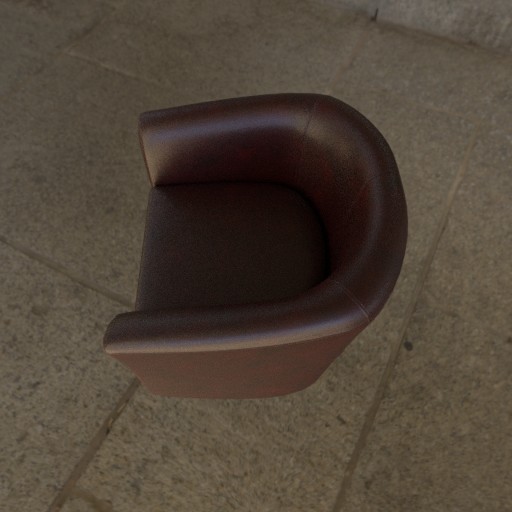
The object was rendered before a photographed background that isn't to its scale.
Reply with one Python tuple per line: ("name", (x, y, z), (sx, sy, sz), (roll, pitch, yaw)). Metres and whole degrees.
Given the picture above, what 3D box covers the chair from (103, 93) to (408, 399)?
("chair", (0.000, 0.000, 1.398), (0.727, 0.756, 0.792), (-1, 59, -1))
